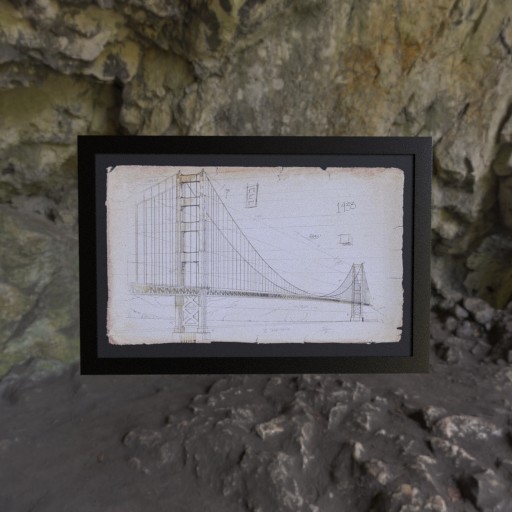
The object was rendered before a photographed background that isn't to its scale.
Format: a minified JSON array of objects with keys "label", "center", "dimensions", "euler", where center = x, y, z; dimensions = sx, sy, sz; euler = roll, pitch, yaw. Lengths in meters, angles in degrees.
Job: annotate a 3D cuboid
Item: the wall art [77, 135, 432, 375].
[{"label":"wall art","center":[0.000,0.000,0.837],"dimensions":[0.660,0.447,0.013],"euler":[0,2,-1]}]
